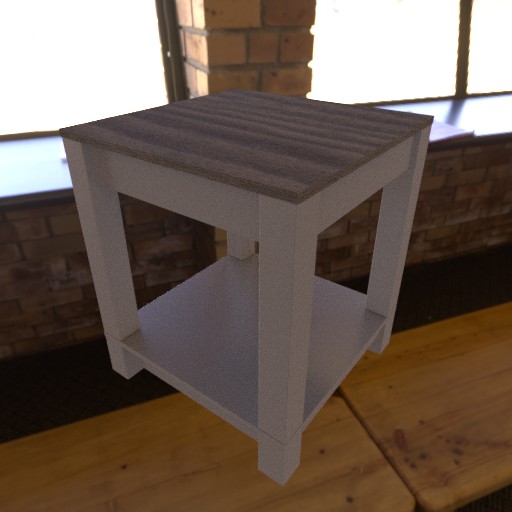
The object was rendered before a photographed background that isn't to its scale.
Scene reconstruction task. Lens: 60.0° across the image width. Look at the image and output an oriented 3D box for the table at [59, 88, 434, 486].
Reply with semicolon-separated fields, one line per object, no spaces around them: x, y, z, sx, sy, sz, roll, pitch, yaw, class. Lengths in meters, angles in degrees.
0.000;0.000;0.984;0.506;0.587;0.504;21;36;31;table
